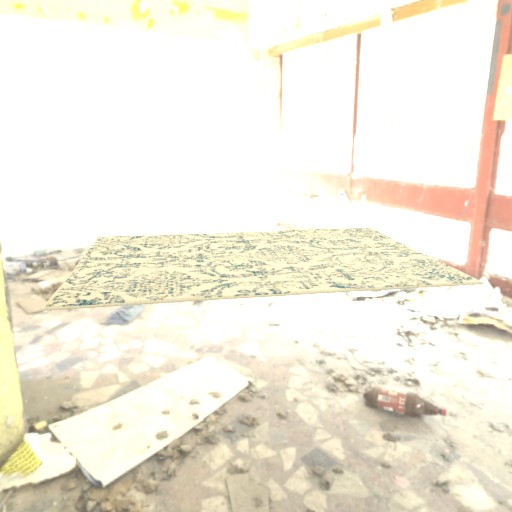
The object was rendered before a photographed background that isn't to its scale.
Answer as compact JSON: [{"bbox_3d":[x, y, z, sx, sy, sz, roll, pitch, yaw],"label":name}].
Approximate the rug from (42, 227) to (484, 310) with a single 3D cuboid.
[{"bbox_3d":[0.000,0.000,2.380,1.831,0.012,1.213,-3,16,-9],"label":"rug"}]
